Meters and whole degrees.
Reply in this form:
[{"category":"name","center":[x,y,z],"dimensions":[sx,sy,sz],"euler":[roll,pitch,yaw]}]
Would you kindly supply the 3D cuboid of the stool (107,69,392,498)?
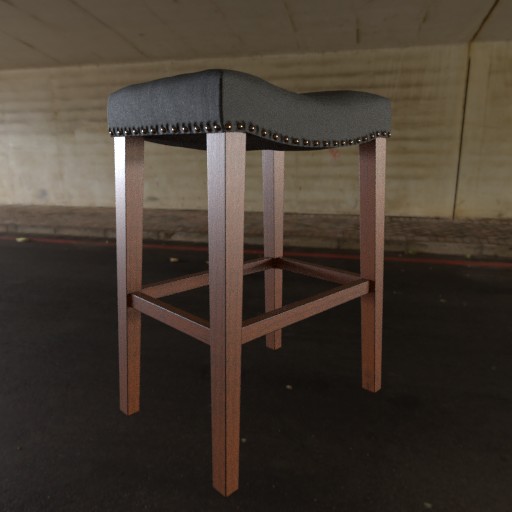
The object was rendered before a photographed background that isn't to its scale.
[{"category":"stool","center":[0.000,0.000,0.844],"dimensions":[0.439,0.612,0.320],"euler":[-13,19,-43]}]
